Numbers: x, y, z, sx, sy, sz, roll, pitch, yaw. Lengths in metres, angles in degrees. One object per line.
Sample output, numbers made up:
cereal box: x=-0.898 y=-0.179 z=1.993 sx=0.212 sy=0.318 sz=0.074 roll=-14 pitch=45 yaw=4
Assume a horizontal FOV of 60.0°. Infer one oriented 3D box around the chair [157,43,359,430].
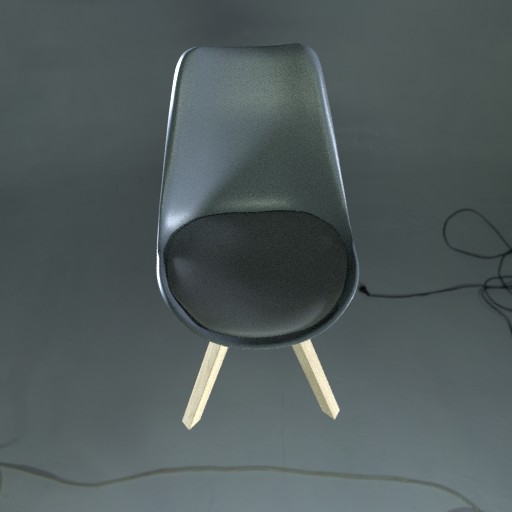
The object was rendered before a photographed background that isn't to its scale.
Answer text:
chair: x=0.000 y=0.000 z=1.131 sx=0.485 sy=0.850 sz=0.550 roll=-3 pitch=47 yaw=-3
